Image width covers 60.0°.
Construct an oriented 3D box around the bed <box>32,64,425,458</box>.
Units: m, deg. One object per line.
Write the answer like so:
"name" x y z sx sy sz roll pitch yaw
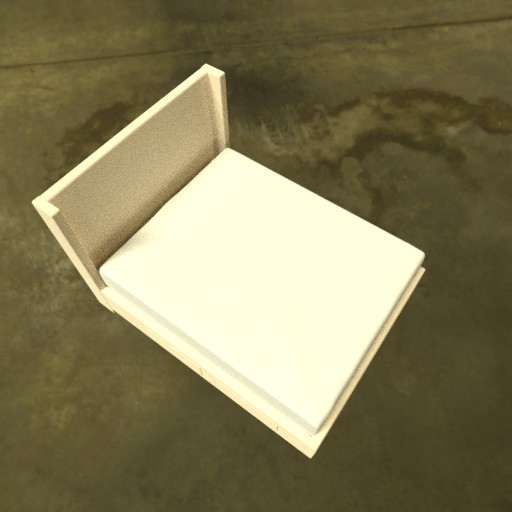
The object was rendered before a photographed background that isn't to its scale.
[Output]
"bed" 0.000 0.000 3.474 2.280 1.471 1.765 32 63 18
